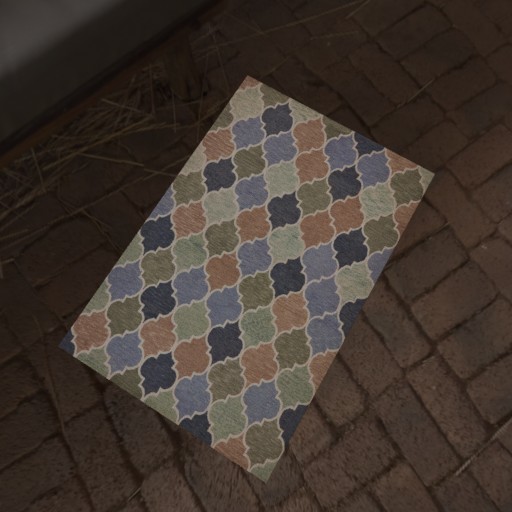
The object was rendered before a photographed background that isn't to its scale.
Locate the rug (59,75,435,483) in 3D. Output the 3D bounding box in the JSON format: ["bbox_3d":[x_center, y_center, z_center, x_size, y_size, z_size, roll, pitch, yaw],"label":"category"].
[{"bbox_3d":[0.000,0.000,2.931,1.521,0.006,2.284,30,78,7],"label":"rug"}]
